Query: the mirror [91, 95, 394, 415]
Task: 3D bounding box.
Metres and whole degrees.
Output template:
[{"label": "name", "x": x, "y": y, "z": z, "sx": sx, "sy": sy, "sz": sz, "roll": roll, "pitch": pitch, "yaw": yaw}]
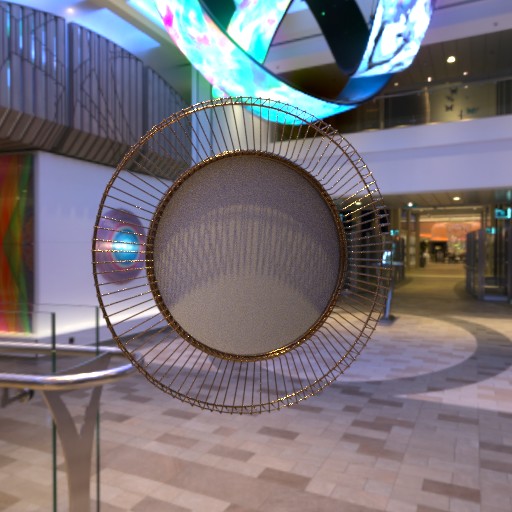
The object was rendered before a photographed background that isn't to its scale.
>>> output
[{"label": "mirror", "x": 0.000, "y": 0.000, "z": 1.008, "sx": 0.703, "sy": 0.703, "sz": 0.067, "roll": 0, "pitch": 1, "yaw": -20}]
